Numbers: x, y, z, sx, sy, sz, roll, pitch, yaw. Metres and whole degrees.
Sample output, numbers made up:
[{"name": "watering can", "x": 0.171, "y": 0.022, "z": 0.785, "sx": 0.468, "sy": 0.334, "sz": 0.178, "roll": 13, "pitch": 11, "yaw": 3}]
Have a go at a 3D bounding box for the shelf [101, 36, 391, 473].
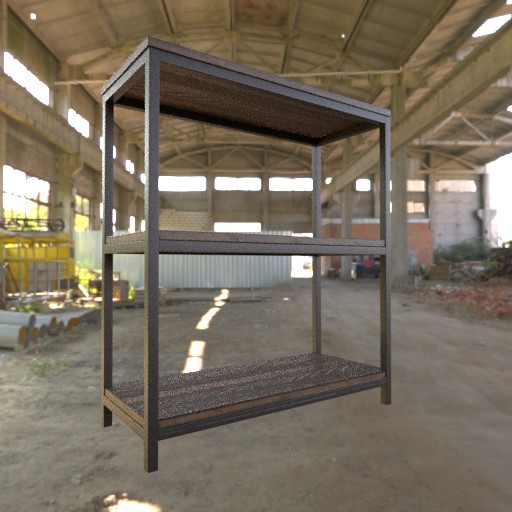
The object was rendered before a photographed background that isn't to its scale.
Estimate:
[{"name": "shelf", "x": 0.000, "y": 0.000, "z": 1.338, "sx": 0.822, "sy": 0.947, "sz": 0.352, "roll": 1, "pitch": -1, "yaw": -35}]
